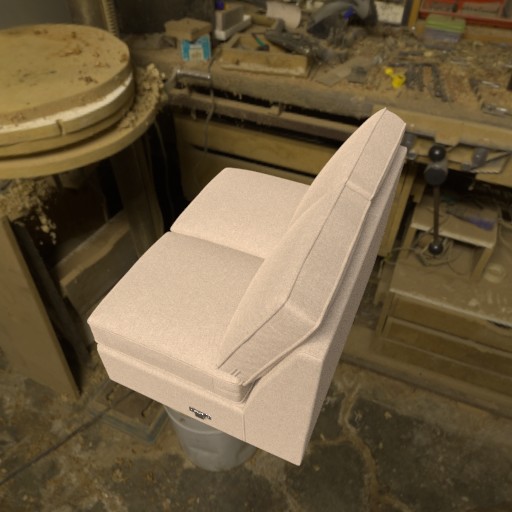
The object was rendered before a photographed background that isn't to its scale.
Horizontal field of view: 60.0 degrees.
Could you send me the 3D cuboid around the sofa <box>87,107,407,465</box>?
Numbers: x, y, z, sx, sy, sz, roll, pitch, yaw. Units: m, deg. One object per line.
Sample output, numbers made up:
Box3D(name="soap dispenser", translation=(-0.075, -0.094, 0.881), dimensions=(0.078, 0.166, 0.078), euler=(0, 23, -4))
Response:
Box3D(name="sofa", translation=(0.000, 0.000, 1.971), dimensions=(0.951, 1.008, 1.237), euler=(18, 48, 17))
